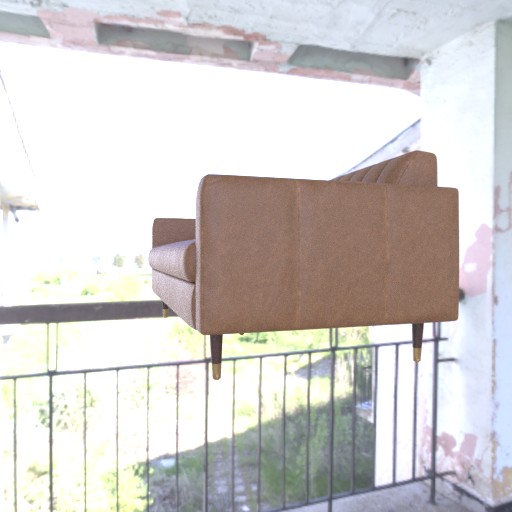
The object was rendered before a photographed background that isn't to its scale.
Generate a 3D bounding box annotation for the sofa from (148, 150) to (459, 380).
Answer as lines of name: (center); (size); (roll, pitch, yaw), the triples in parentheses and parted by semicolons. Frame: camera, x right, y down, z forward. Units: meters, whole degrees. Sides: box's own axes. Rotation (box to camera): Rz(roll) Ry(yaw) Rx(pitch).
sofa: (0.000, 0.000, 2.326); (0.993, 0.821, 1.847); (0, 0, -18)
